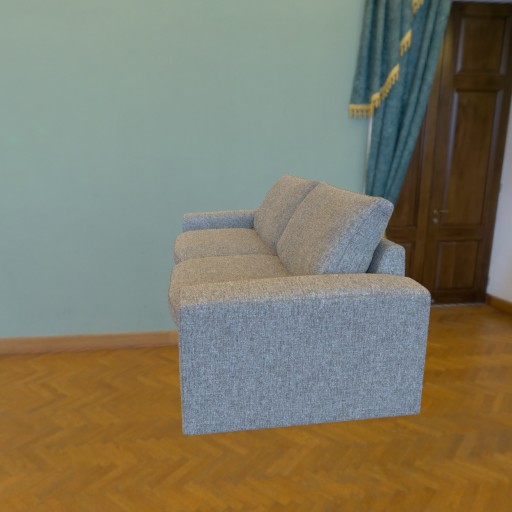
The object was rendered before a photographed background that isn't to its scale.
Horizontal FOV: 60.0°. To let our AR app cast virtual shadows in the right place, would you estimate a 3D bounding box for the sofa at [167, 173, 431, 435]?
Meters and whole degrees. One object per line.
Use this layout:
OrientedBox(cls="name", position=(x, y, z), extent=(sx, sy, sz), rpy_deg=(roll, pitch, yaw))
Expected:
OrientedBox(cls="sofa", position=(0.000, 0.000, 2.771), extent=(1.040, 0.922, 2.299), rpy_deg=(-2, 14, -8))
